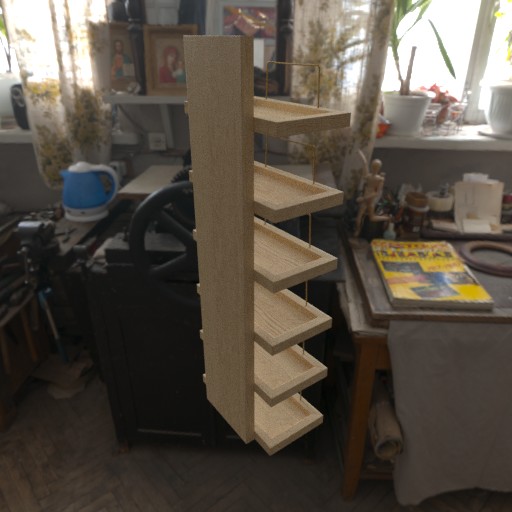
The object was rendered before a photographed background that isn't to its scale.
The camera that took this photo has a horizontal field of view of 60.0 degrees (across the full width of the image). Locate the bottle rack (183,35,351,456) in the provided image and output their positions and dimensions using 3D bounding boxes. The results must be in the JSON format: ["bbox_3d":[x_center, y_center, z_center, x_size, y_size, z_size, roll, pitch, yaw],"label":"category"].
[{"bbox_3d":[0.000,0.000,1.059,0.206,0.943,0.330,-18,32,-32],"label":"bottle rack"}]
